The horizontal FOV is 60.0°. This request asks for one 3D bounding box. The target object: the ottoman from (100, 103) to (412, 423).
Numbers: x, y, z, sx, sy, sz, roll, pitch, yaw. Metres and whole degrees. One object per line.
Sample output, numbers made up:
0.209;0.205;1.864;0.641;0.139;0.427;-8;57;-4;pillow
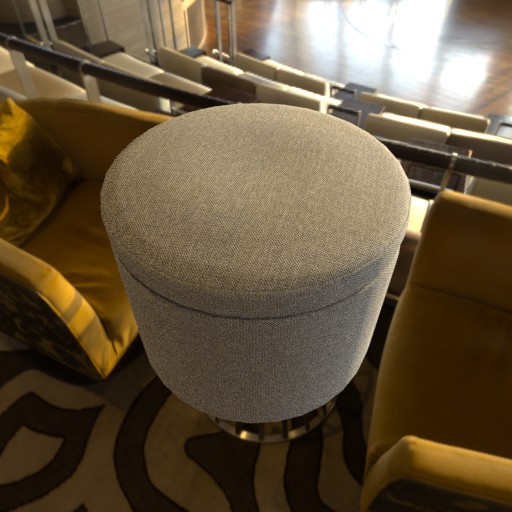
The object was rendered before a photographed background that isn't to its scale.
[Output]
0.000;0.000;0.858;0.500;0.419;0.500;0;46;0;ottoman
